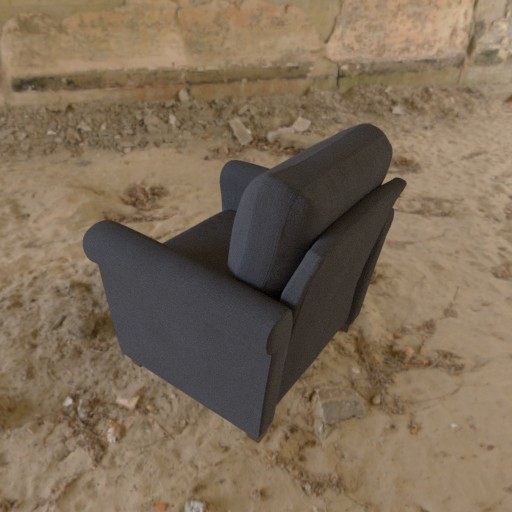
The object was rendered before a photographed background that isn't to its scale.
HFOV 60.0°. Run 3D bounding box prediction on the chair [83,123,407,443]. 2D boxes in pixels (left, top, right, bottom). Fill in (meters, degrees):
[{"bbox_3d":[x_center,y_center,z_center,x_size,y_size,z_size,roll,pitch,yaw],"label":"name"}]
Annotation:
[{"bbox_3d":[0.000,0.000,1.640,0.828,0.942,0.867,21,38,30],"label":"chair"}]
